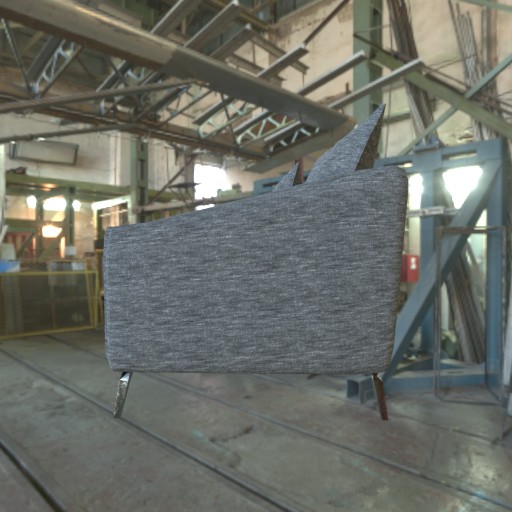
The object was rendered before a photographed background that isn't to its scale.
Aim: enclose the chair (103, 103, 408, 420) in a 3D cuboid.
[{"bbox_3d":[0.000,0.000,1.602,0.805,0.842,1.004,0,0,1],"label":"chair"}]
